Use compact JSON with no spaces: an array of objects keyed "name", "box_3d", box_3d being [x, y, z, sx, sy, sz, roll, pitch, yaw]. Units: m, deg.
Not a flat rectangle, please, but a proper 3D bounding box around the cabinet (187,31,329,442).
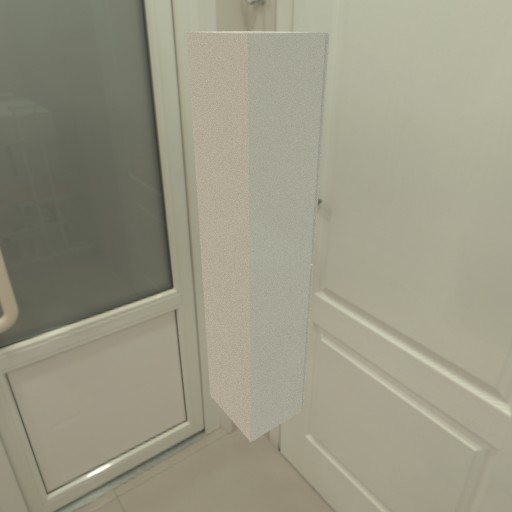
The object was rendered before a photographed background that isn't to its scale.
[{"name":"cabinet","box_3d":[0.000,0.000,1.552,0.270,1.400,0.300,-19,33,-32]}]
